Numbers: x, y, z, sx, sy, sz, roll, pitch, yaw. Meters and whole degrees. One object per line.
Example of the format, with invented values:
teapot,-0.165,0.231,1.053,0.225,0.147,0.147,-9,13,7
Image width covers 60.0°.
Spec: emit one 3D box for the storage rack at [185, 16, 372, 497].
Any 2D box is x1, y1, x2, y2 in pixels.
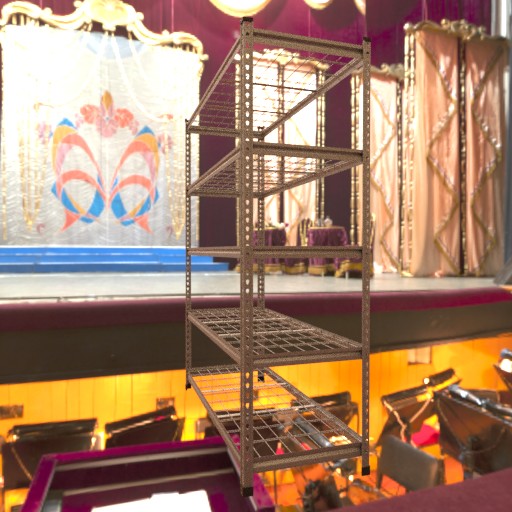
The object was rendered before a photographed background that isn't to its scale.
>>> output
storage rack,0.000,0.000,2.640,0.610,1.981,1.524,0,1,-18
